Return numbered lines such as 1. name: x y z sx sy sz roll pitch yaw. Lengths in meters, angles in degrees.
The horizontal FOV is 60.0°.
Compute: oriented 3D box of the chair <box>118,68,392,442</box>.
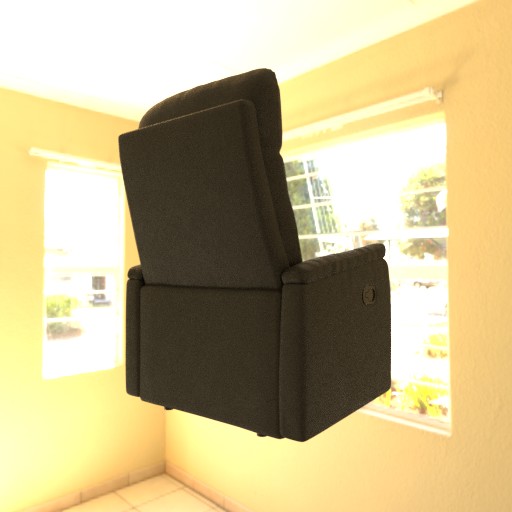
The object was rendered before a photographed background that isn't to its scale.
1. chair: 0.000 0.000 1.641 0.775 1.082 0.831 -1 -2 37
